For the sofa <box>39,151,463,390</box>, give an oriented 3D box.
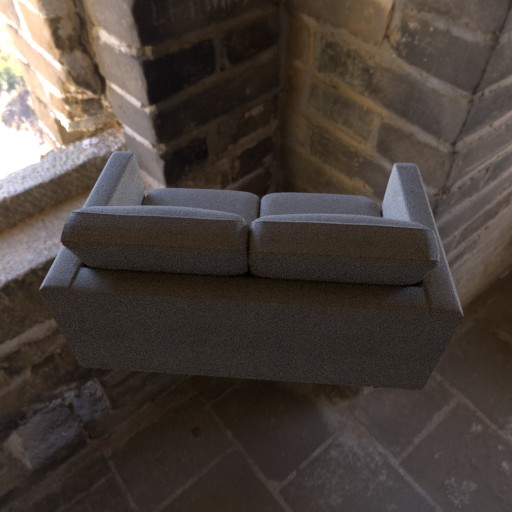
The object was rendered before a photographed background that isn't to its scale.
[{"bbox_3d":[0.000,0.000,2.095,1.527,0.973,0.969,3,46,3],"label":"sofa"}]
